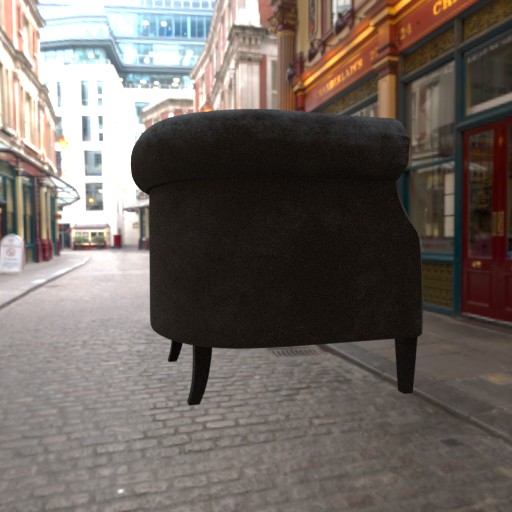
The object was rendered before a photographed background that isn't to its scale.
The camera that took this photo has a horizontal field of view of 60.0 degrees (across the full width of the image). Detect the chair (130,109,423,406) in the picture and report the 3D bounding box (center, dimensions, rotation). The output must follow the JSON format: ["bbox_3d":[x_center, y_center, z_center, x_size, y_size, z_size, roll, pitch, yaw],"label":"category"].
[{"bbox_3d":[0.000,0.000,1.568,0.851,0.826,0.904,-1,2,-18],"label":"chair"}]
